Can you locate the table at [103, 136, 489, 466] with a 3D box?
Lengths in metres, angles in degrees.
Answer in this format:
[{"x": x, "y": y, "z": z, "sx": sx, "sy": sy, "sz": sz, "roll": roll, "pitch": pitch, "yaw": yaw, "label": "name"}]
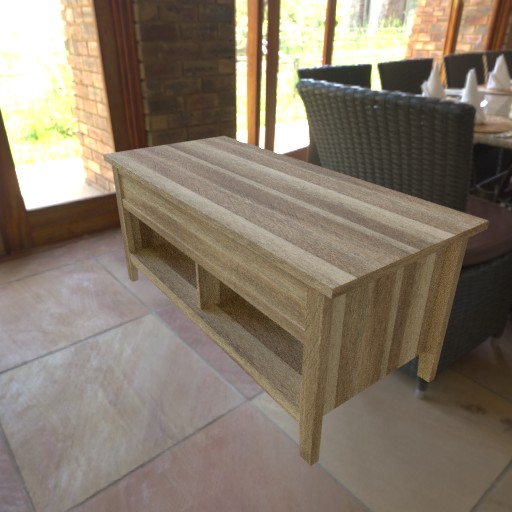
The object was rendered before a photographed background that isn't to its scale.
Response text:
[{"x": 0.000, "y": 0.000, "z": 1.365, "sx": 0.493, "sy": 0.480, "sz": 1.095, "roll": -19, "pitch": 33, "yaw": -32, "label": "table"}]
